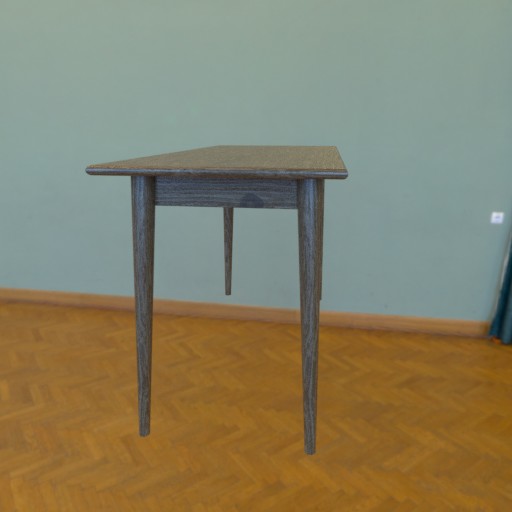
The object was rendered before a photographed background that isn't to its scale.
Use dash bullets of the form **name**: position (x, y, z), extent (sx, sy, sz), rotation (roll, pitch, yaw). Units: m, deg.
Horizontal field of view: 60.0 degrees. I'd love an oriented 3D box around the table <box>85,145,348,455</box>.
- **table**: position (0.000, 0.000, 1.707), extent (0.599, 0.780, 1.300), rotation (2, 16, 9)
